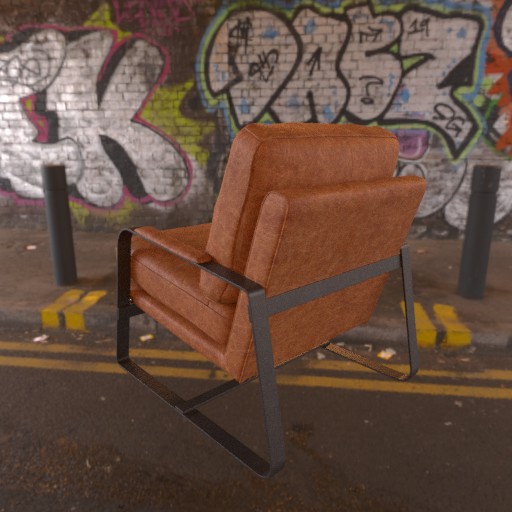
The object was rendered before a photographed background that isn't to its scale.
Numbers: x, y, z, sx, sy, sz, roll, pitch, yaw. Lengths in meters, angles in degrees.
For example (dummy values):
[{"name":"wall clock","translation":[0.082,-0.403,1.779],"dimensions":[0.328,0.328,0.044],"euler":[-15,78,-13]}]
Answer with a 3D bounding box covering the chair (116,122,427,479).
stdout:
[{"name":"chair","translation":[0.000,0.000,1.368],"dimensions":[0.651,0.777,0.801],"euler":[-14,20,-41]}]
